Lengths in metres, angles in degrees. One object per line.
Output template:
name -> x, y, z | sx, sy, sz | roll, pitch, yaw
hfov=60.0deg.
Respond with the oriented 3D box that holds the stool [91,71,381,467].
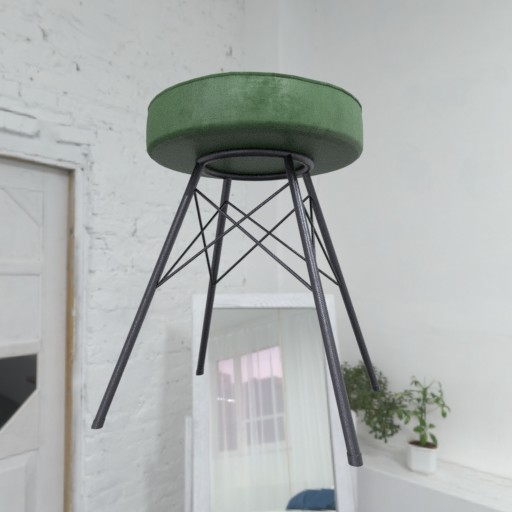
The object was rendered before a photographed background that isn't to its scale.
stool -> 0.000, 0.000, 0.892 | 0.457, 0.595, 0.430 | -1, -2, 19
